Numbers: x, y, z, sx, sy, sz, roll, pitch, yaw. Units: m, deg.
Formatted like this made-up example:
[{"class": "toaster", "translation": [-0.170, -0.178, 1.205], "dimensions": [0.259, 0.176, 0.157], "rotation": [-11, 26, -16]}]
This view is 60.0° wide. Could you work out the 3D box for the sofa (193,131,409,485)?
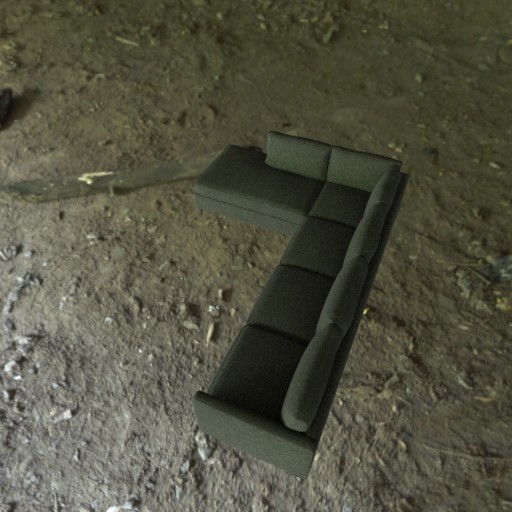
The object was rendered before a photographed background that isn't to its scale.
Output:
[{"class": "sofa", "translation": [0.000, 0.000, 3.833], "dimensions": [2.007, 0.815, 2.949], "rotation": [18, 49, 16]}]
